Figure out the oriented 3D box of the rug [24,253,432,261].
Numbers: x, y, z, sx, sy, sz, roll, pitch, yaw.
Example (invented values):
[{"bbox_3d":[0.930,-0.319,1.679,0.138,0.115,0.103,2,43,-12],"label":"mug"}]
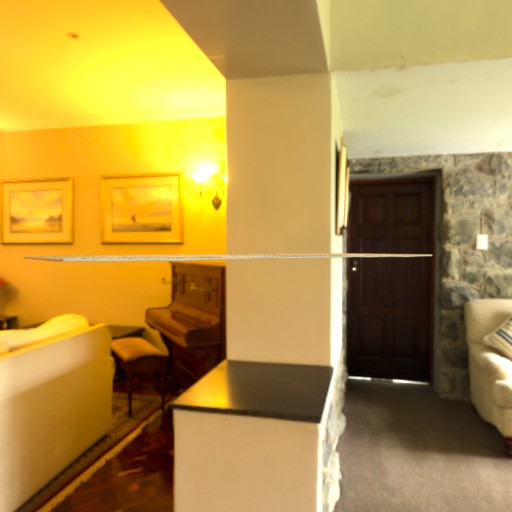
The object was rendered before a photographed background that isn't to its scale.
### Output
[{"bbox_3d":[0.000,0.000,2.671,2.383,0.018,0.857,-1,1,-36],"label":"rug"}]
